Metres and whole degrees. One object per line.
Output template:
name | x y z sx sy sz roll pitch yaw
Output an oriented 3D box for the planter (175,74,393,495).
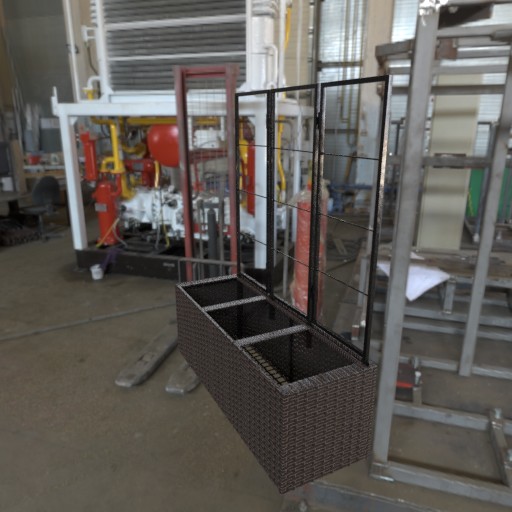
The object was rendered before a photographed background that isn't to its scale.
planter | 0.000 0.000 1.164 0.244 0.841 0.699 -9 19 -26
